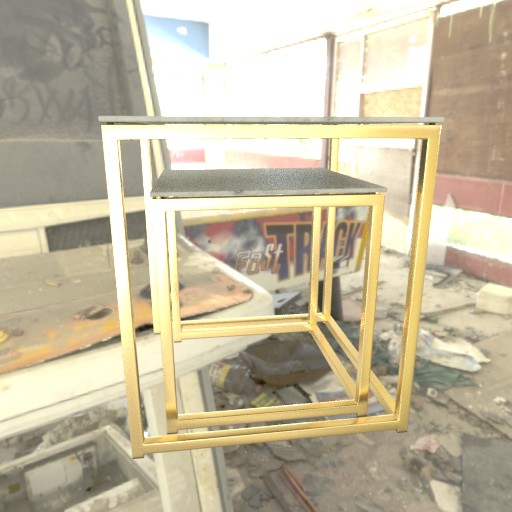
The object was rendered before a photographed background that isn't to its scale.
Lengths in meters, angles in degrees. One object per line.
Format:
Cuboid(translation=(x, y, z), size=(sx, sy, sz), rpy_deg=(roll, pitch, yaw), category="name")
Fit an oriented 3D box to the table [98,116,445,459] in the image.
Cuboid(translation=(0.000, 0.000, 0.849), size=(0.450, 0.500, 0.450), rpy_deg=(-2, 16, -8), category="table")
